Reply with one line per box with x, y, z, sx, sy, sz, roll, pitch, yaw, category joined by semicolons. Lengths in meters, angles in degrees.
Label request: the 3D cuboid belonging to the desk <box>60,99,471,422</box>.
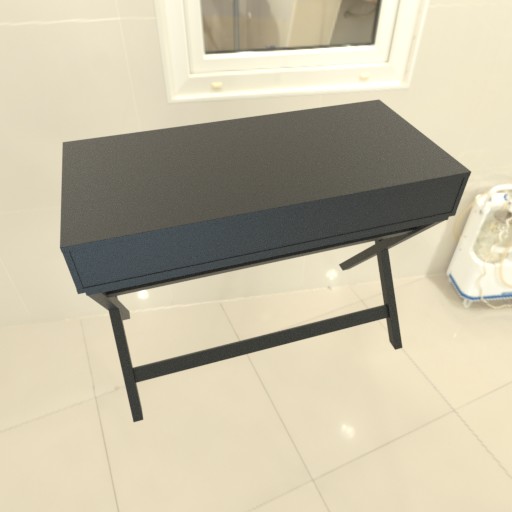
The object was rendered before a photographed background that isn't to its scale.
0.000;0.000;1.528;1.057;0.780;0.525;-12;43;-13;desk
